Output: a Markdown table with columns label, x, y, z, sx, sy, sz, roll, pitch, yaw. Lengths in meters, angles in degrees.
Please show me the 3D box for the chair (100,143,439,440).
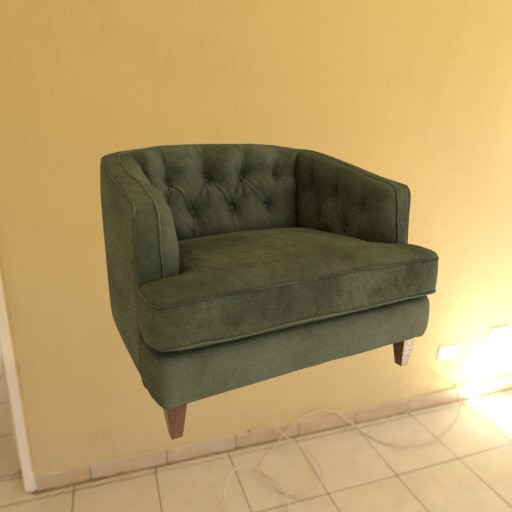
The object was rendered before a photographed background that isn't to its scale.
| label | x | y | z | sx | sy | sz | roll | pitch | yaw |
| --- | --- | --- | --- | --- | --- | --- | --- | --- | --- |
| chair | 0.000 | 0.000 | 1.763 | 1.104 | 0.852 | 0.941 | -8 | 17 | -27 |
